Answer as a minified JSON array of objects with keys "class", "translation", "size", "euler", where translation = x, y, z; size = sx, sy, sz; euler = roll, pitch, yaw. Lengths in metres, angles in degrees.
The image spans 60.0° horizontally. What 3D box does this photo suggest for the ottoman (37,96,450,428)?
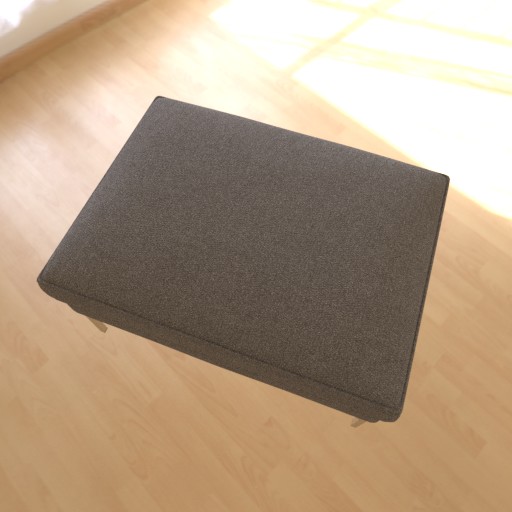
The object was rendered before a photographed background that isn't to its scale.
[{"class":"ottoman","translation":[0.000,0.000,1.117],"size":[0.785,0.464,0.583],"euler":[18,64,9]}]
